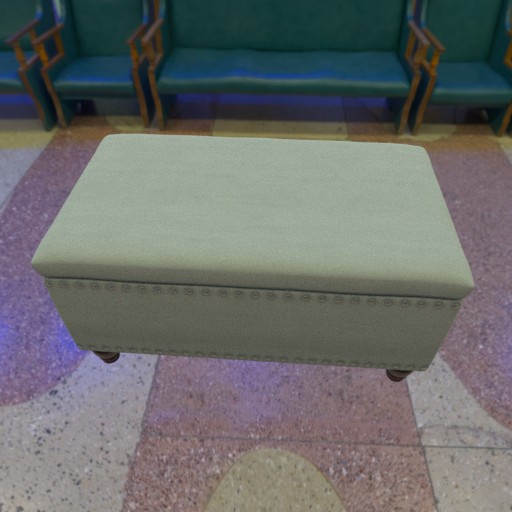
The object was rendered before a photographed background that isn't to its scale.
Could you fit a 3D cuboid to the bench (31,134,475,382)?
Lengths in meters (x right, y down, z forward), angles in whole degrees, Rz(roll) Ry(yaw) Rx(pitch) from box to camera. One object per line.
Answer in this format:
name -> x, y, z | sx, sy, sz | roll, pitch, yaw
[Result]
bench -> 0.000, 0.000, 1.183 | 0.887, 0.449, 0.500 | 3, 45, 3
